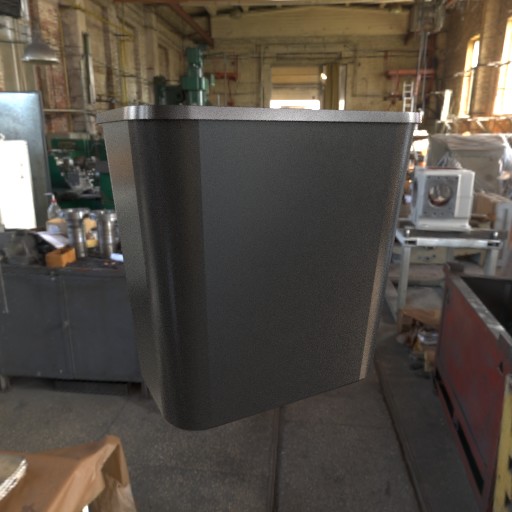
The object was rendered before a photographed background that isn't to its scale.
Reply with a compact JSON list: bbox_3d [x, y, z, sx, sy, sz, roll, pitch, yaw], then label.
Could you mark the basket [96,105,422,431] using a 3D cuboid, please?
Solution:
[{"bbox_3d":[0.000,0.000,0.502,0.300,0.307,0.211,-8,17,-27],"label":"basket"}]
